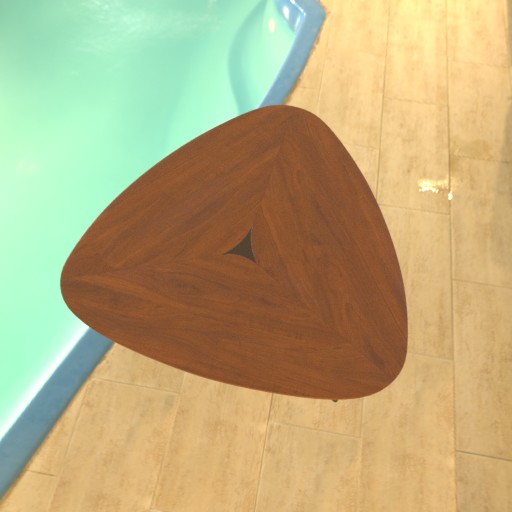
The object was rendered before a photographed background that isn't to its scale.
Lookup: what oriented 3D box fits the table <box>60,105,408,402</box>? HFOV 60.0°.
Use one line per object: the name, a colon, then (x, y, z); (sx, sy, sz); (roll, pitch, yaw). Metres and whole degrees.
table: (0.000, 0.000, 1.321); (0.833, 0.413, 0.821); (14, 64, 7)
